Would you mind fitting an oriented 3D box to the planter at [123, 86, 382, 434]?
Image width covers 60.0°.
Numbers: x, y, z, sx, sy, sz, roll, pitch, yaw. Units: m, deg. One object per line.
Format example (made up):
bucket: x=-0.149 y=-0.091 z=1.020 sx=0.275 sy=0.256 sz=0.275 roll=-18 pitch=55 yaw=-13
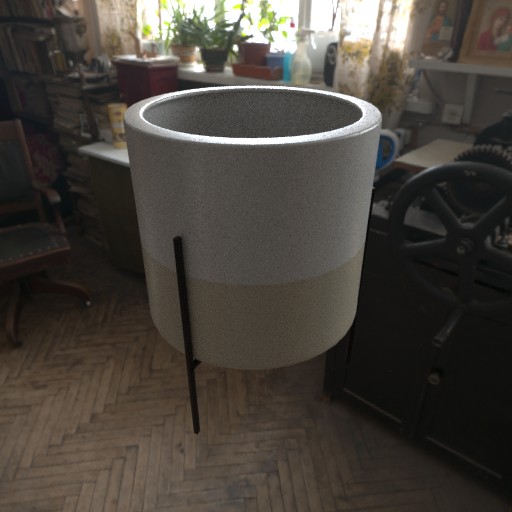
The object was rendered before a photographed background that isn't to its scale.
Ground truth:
planter: x=0.000 y=0.000 z=0.746 sx=0.368 sy=0.484 sz=0.359 roll=0 pitch=31 yaw=0
